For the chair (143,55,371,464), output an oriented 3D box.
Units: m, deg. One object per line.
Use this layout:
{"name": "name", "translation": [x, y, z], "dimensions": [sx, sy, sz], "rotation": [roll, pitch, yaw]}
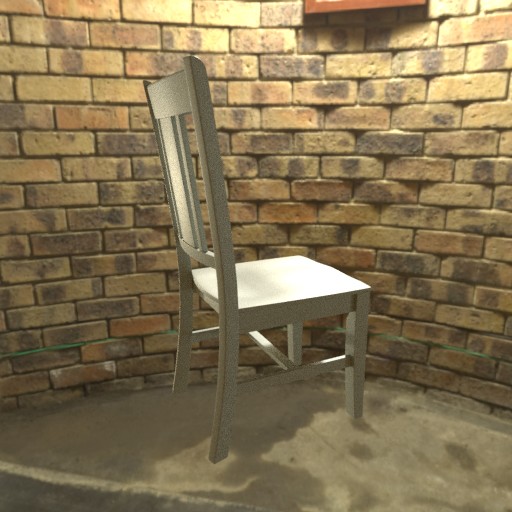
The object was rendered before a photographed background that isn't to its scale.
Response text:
{"name": "chair", "translation": [0.000, 0.000, 1.318], "dimensions": [0.555, 0.998, 0.450], "rotation": [-7, 16, -25]}
